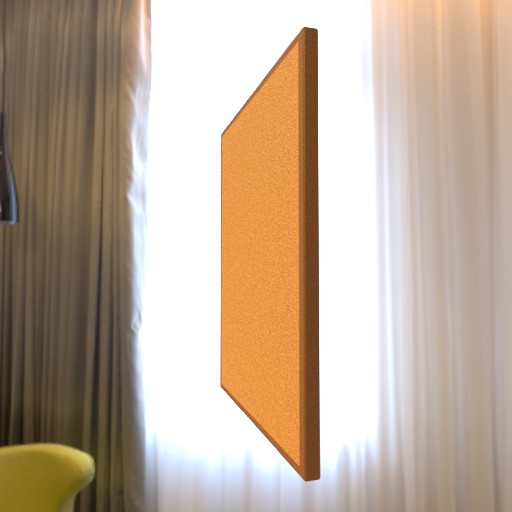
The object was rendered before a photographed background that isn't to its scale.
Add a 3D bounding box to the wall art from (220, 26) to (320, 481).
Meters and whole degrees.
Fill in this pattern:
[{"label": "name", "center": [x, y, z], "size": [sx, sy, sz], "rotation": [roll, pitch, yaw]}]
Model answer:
[{"label": "wall art", "center": [0.000, 0.000, 0.517], "size": [0.015, 0.379, 0.310], "rotation": [1, -2, -18]}]
